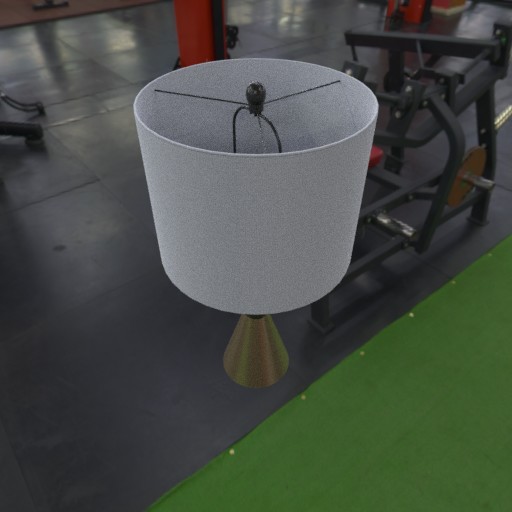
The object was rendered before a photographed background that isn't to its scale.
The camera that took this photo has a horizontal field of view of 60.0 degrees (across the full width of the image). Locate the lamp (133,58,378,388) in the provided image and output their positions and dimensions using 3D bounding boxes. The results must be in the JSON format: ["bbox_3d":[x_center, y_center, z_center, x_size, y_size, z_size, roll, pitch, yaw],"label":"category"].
[{"bbox_3d":[0.000,0.000,0.737,0.304,0.573,0.304,-26,47,-26],"label":"lamp"}]
